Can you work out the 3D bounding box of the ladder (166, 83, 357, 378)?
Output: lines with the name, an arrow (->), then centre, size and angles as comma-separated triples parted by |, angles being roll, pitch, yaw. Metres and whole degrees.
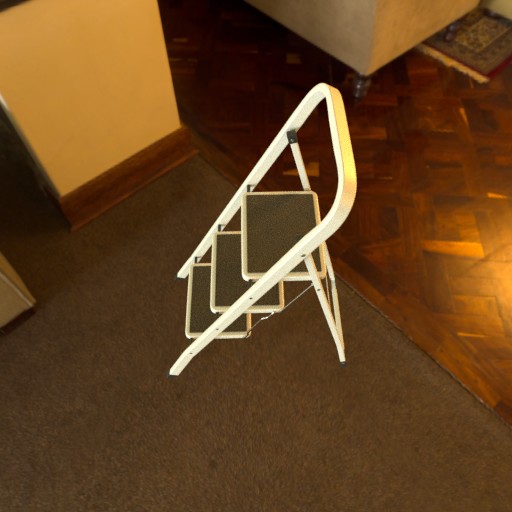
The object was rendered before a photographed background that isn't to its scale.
ladder -> 0.000, 0.000, 1.408 | 0.711, 1.050, 0.460 | -1, 58, -1
